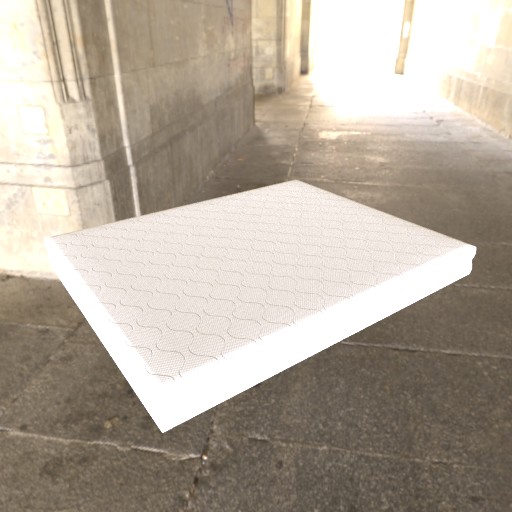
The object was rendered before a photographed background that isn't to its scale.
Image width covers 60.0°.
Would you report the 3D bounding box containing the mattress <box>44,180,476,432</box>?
[{"bbox_3d":[0.000,0.000,2.650,2.000,0.200,1.600,-18,32,-32],"label":"mattress"}]
